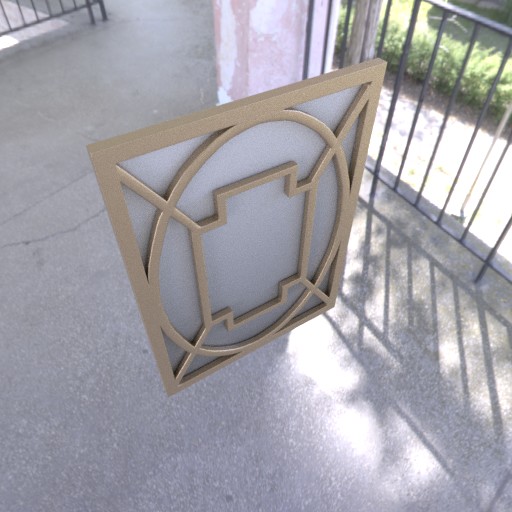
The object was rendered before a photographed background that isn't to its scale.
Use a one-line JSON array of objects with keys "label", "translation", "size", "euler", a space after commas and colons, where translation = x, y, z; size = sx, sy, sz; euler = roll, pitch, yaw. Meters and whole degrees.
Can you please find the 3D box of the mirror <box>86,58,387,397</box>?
[{"label": "mirror", "translation": [0.000, 0.000, 1.356], "size": [0.756, 1.023, 0.032], "euler": [-24, 51, -21]}]
